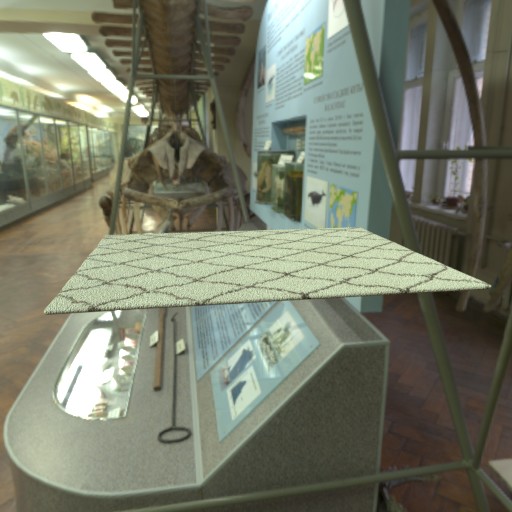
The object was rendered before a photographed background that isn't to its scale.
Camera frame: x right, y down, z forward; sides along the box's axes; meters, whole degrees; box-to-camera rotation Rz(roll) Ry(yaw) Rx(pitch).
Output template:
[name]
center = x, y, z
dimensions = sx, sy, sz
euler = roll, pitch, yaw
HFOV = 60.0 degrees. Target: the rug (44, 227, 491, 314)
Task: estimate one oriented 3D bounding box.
[rug]
center = 0.000, 0.000, 4.103
dimensions = 3.047, 0.029, 2.438
euler = -2, 14, -9
